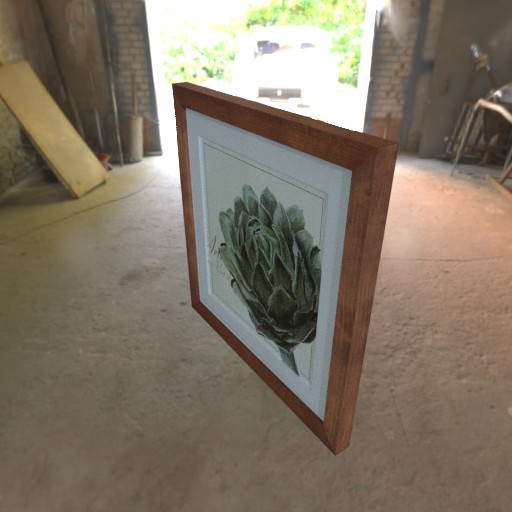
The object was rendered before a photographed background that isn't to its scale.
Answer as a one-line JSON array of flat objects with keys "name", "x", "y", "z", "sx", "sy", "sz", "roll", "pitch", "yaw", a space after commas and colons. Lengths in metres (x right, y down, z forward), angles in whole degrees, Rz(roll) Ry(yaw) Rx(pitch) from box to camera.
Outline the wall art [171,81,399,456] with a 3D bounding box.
[{"name": "wall art", "x": 0.000, "y": 0.000, "z": 0.871, "sx": 0.037, "sy": 0.572, "sz": 0.554, "roll": -20, "pitch": 36, "yaw": -30}]
